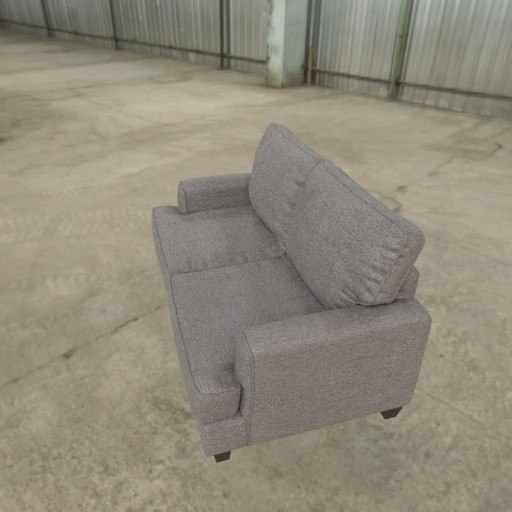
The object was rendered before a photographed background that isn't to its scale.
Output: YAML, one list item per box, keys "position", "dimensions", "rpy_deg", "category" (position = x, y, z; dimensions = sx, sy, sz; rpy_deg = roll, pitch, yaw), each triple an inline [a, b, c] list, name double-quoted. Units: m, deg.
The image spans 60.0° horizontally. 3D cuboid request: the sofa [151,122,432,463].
- position: [0.000, 0.000, 2.288]
  dimensions: [0.965, 0.965, 1.651]
  rpy_deg: [-9, 32, -14]
  category: "sofa"
